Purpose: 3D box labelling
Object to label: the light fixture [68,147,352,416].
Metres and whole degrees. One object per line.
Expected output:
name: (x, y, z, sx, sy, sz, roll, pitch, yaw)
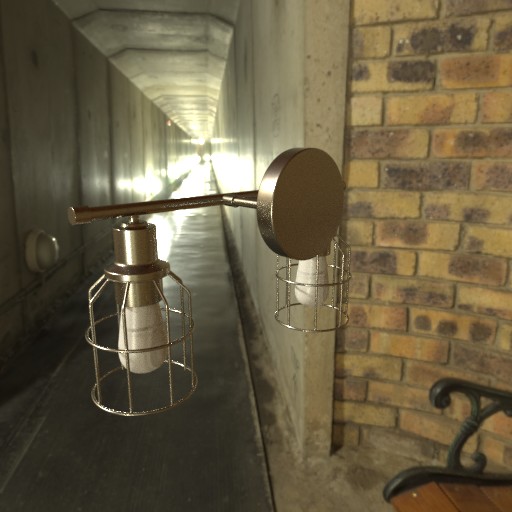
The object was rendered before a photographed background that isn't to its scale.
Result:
light fixture: (0.000, 0.000, 0.532, 0.406, 0.254, 0.165, -13, 20, -42)
